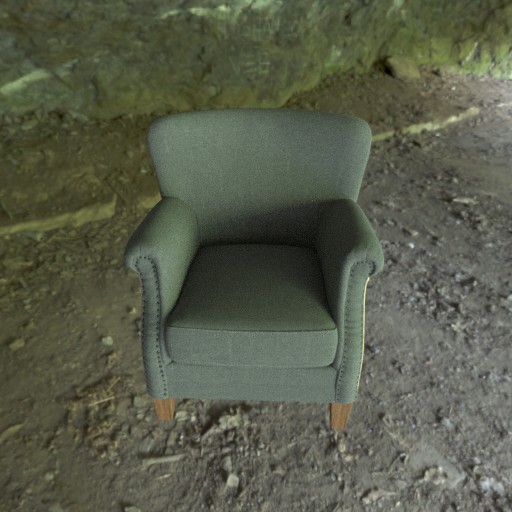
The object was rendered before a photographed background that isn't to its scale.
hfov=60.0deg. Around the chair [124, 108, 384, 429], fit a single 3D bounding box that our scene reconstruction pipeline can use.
[{"bbox_3d":[0.000,0.000,1.694,0.861,0.936,0.921,1,30,2],"label":"chair"}]
